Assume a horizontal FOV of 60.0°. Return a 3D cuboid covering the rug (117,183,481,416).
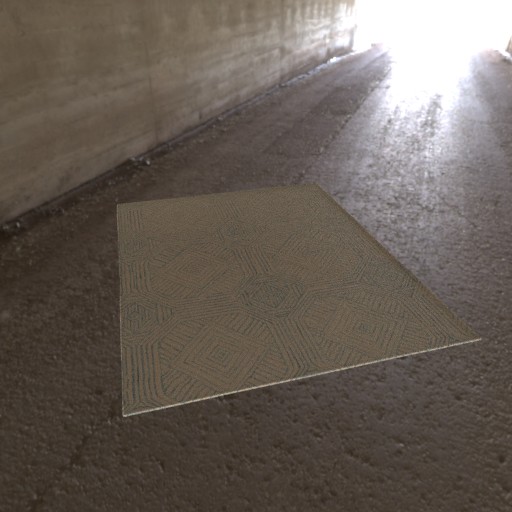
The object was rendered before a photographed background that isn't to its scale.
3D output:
[{"bbox_3d":[0.000,0.000,4.101,2.457,0.015,3.049,-8,32,-13],"label":"rug"}]
